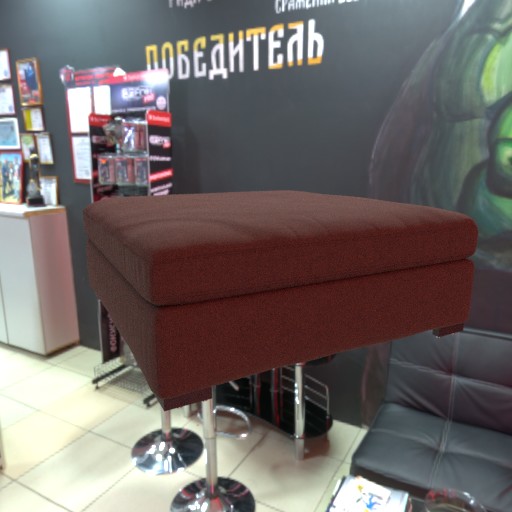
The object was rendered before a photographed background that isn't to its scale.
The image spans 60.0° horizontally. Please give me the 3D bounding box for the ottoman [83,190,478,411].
[{"bbox_3d":[0.000,0.000,1.804,1.181,0.470,1.181,-7,14,-27],"label":"ottoman"}]
